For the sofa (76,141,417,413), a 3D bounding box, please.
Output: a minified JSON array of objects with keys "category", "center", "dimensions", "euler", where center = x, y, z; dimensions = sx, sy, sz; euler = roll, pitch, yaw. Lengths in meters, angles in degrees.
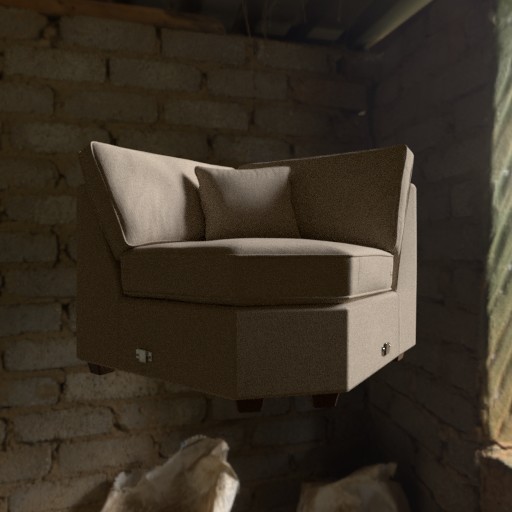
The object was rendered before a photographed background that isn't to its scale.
[{"category":"sofa","center":[0.000,0.000,1.831],"dimensions":[1.042,0.937,1.050],"euler":[1,1,35]}]
